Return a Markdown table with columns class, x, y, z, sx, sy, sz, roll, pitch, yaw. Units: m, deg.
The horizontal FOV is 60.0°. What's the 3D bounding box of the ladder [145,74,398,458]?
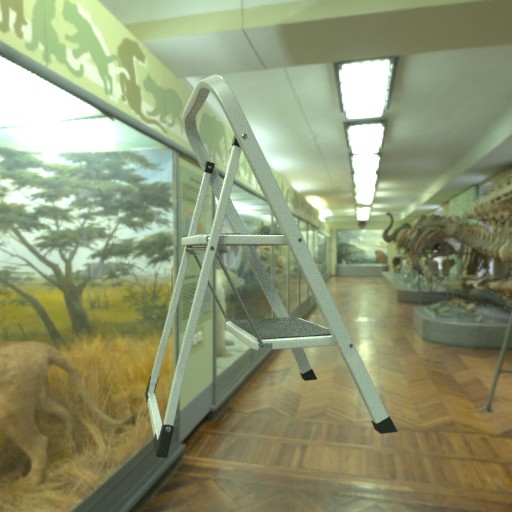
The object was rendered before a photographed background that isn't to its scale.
| class | x | y | z | sx | sy | sz | roll | pitch | yaw |
| --- | --- | --- | --- | --- | --- | --- | --- | --- | --- |
| ladder | 0.000 | 0.000 | 1.157 | 0.544 | 0.810 | 0.460 | 0 | 1 | -17 |
